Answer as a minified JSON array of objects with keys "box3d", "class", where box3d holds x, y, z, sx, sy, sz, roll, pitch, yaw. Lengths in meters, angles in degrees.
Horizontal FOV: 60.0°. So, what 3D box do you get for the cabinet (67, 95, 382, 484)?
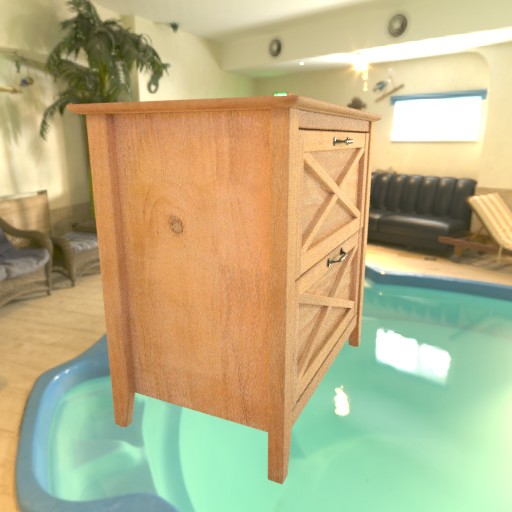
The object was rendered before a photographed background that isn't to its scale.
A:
[{"box3d":[0.000,0.000,1.226,0.503,0.762,0.763,7,16,24],"class":"cabinet"}]
